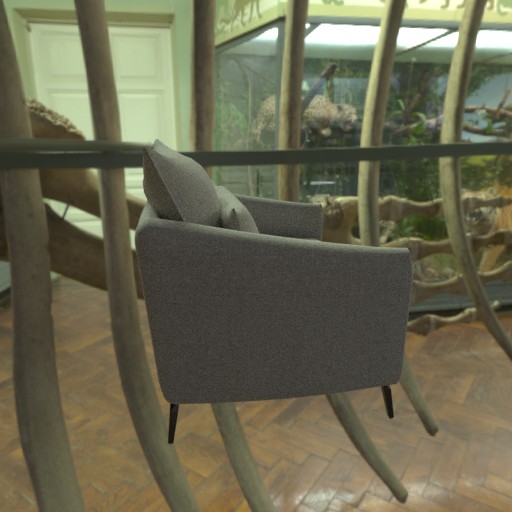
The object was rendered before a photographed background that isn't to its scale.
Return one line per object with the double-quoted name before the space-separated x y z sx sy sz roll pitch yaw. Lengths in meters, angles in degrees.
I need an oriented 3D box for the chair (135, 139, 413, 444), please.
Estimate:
"chair" 0.000 0.000 1.689 0.801 0.856 1.029 -3 16 -10
